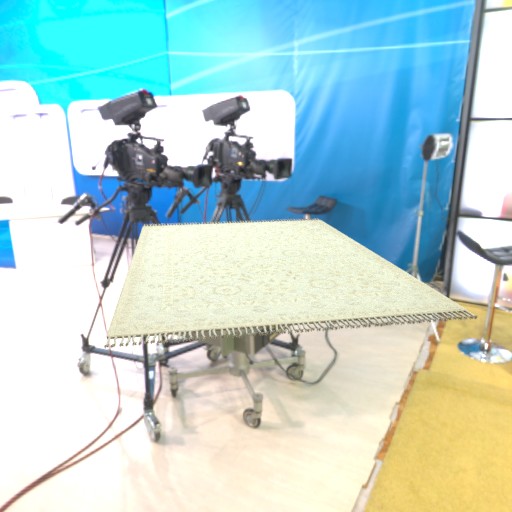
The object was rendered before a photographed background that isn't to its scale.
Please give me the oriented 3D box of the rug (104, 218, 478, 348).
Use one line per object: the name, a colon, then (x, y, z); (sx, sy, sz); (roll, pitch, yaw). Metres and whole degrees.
rug: (0.000, 0.000, 2.240); (1.223, 0.015, 1.771); (-3, 16, -10)
